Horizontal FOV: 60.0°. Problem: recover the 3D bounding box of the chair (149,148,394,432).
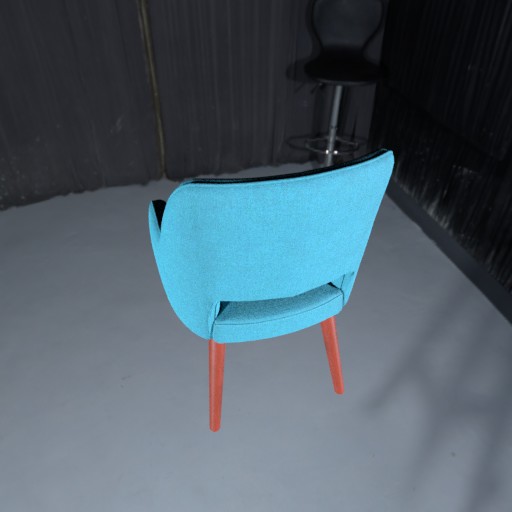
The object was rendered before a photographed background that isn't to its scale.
[{"bbox_3d":[0.000,0.000,1.253,0.548,0.849,0.605,-12,43,-13],"label":"chair"}]
